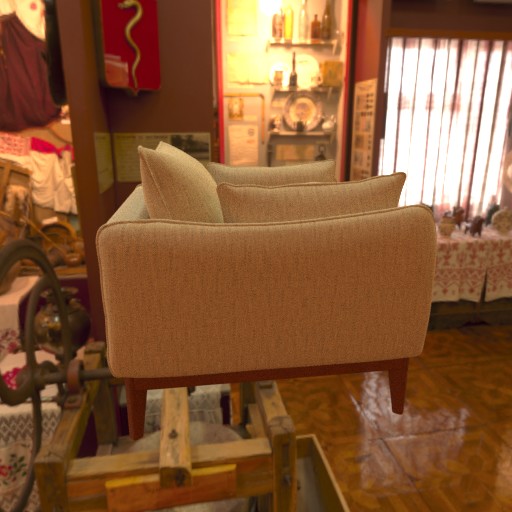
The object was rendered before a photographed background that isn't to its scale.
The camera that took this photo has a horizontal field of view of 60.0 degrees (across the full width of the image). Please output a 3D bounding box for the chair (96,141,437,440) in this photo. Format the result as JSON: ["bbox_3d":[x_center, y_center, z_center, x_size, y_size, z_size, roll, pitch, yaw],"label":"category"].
[{"bbox_3d":[0.000,0.000,1.706,0.991,0.855,0.994,-2,16,-8],"label":"chair"}]
